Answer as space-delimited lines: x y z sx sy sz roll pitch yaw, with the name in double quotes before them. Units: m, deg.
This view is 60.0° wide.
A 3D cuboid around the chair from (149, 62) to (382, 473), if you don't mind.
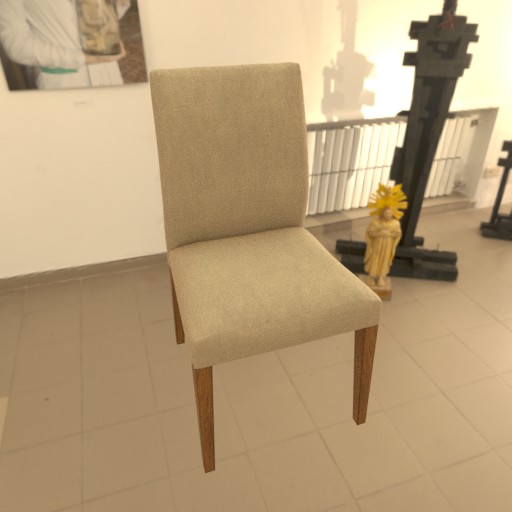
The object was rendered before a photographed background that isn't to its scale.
"chair" 0.000 0.000 1.260 0.496 0.940 0.585 -10 33 -16
